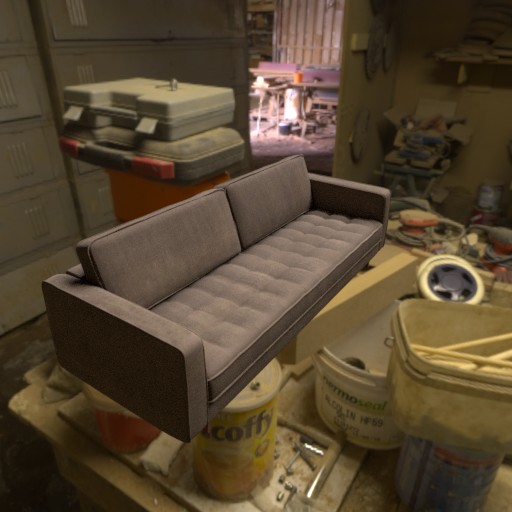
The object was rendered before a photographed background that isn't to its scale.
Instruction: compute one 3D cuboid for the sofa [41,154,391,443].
[{"bbox_3d":[0.000,0.000,2.729,0.923,0.813,2.295,17,32,30],"label":"sofa"}]
